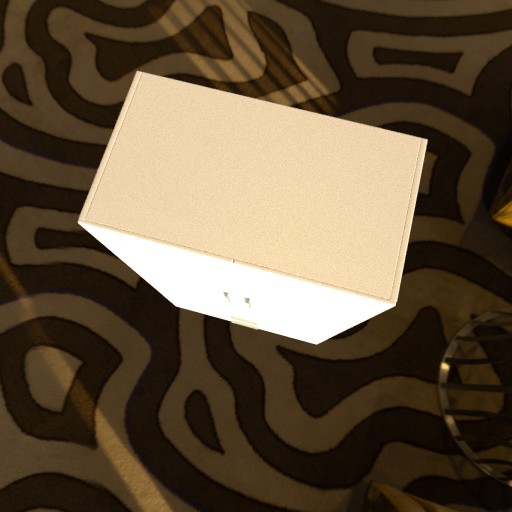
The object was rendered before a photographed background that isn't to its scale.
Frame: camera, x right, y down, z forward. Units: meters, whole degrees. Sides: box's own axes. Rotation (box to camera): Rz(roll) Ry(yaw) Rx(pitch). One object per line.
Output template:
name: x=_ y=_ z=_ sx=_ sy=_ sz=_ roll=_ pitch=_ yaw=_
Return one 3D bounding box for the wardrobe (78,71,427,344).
wardrobe: x=0.000 y=0.000 z=2.264 sx=0.991 sy=1.808 sz=0.577 roll=15 pitch=76 yaw=4
